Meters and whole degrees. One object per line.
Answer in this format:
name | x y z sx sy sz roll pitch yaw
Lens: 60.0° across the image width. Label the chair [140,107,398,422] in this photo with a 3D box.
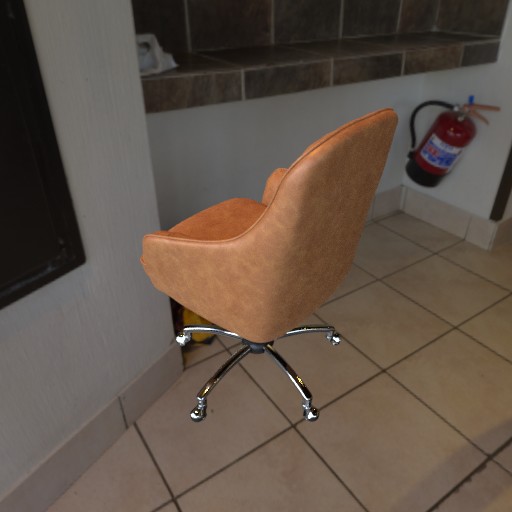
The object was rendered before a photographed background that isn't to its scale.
chair | 0.000 0.000 1.331 0.615 0.909 0.628 22 38 31
